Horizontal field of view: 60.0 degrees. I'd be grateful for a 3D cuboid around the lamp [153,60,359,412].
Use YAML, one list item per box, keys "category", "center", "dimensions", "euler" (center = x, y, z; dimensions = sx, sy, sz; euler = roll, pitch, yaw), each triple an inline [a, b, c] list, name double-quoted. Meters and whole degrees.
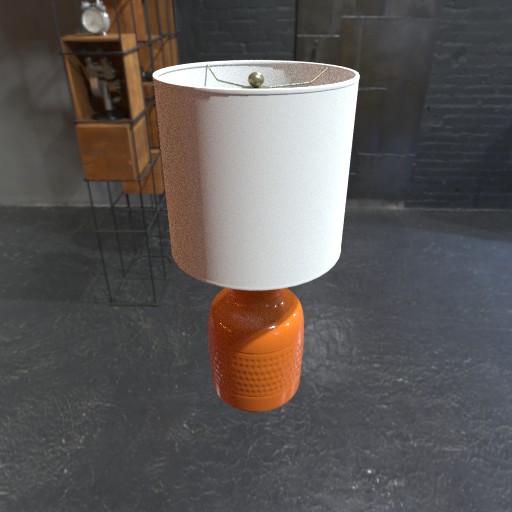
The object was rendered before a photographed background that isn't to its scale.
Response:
- category: "lamp"
  center: [0.000, 0.000, 1.128]
  dimensions: [0.418, 0.871, 0.418]
  euler: [2, 30, 3]
